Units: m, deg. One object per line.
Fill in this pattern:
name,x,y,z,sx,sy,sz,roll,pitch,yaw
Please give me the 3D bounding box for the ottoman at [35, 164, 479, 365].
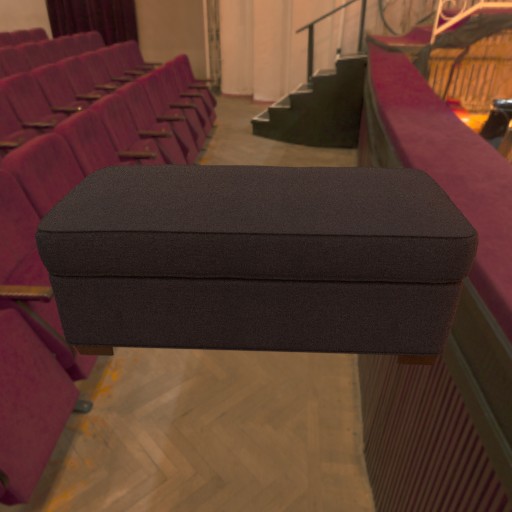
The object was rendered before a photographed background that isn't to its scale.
ottoman,0.000,0.000,1.377,1.110,0.460,0.515,1,30,2
